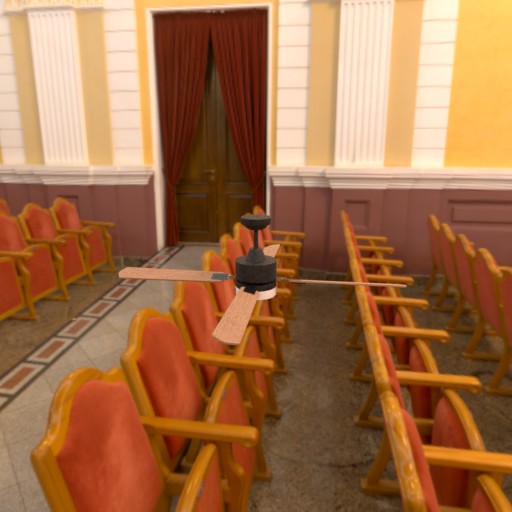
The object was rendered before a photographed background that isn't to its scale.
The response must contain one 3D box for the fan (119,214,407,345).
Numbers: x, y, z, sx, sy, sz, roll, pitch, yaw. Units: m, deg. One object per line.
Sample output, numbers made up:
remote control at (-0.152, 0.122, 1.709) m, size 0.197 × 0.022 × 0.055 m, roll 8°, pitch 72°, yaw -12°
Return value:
fan at (0.000, 0.000, 1.991) m, size 1.320 × 0.355 × 1.320 m, roll 2°, pitch 15°, yaw 8°
